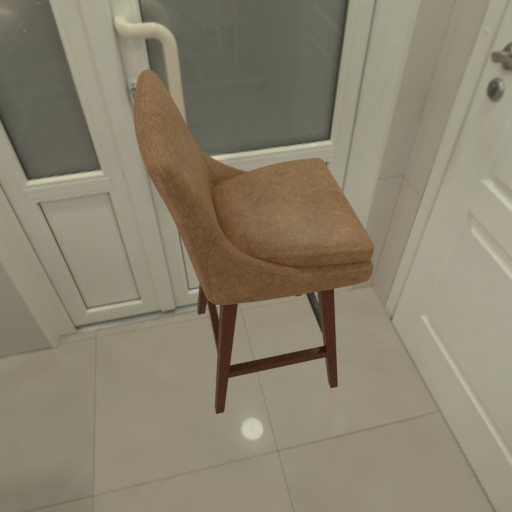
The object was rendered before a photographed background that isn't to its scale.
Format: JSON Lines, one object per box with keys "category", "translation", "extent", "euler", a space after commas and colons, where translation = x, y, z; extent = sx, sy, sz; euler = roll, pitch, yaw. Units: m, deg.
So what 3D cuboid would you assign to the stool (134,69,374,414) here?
{"category": "stool", "translation": [0.000, 0.000, 1.426], "extent": [0.572, 1.079, 0.487], "euler": [-10, 47, -9]}
